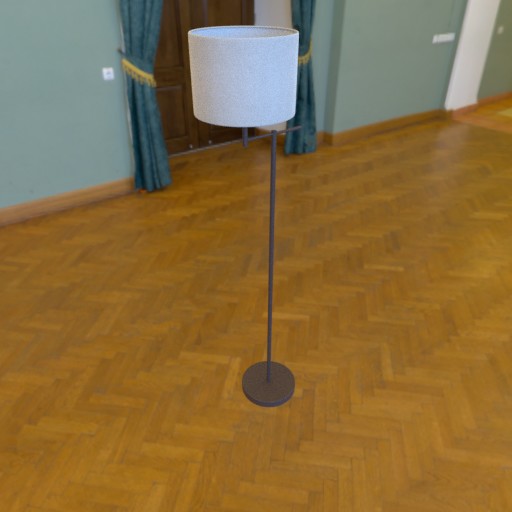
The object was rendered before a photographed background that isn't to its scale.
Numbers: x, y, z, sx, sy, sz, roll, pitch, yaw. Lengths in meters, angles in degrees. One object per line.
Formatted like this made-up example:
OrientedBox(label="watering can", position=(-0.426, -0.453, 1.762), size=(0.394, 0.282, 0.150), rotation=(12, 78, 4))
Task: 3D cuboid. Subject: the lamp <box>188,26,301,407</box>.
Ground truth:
OrientedBox(label="lamp", position=(0.000, 0.000, 1.754), size=(0.416, 1.600, 0.324), rotation=(-22, 39, -31))
